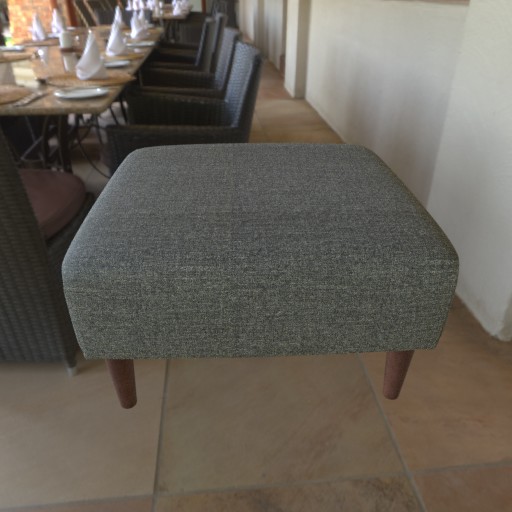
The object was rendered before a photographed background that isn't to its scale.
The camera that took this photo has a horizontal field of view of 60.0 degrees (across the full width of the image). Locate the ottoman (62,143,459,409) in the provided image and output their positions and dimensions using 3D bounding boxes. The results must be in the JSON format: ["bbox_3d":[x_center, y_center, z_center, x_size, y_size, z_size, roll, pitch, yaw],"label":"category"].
[{"bbox_3d":[0.000,0.000,1.048,0.655,0.399,0.648,-1,31,-2],"label":"ottoman"}]
